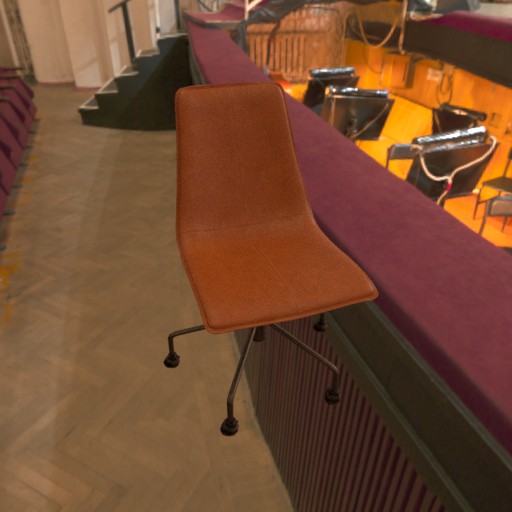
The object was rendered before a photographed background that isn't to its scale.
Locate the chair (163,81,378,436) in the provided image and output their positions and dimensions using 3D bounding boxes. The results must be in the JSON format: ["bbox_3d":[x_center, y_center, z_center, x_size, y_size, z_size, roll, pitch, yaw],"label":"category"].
[{"bbox_3d":[0.000,0.000,1.388,0.651,0.920,0.660,-10,34,-16],"label":"chair"}]
